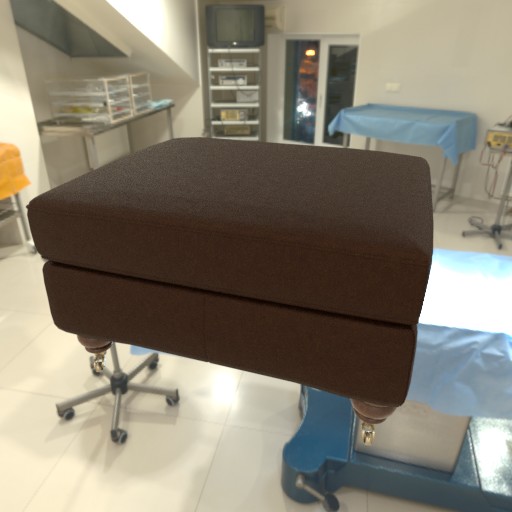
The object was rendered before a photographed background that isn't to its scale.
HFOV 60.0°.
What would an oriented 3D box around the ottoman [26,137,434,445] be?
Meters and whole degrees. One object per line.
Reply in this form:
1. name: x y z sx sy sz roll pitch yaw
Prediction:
1. ottoman: 0.000 0.000 1.711 1.187 0.730 0.967 9 28 17
